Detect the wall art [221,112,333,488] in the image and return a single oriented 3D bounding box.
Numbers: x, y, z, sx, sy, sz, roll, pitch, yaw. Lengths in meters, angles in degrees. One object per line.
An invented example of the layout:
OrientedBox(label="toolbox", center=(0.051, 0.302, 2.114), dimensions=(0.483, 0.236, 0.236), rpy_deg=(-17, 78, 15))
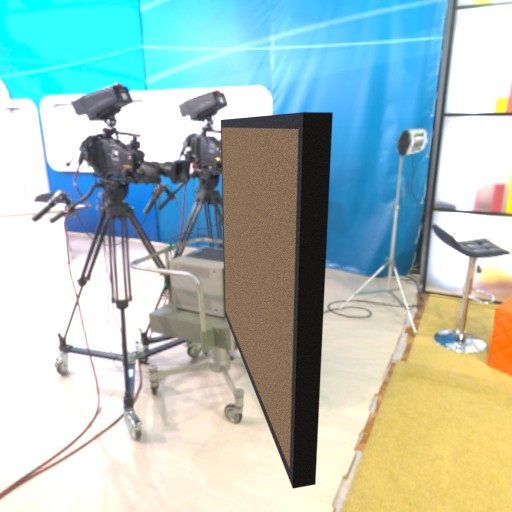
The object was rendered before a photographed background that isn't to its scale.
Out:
OrientedBox(label="wall art", center=(0.000, 0.000, 0.760), dimensions=(0.030, 0.454, 0.554), rpy_deg=(-4, 17, -12))
